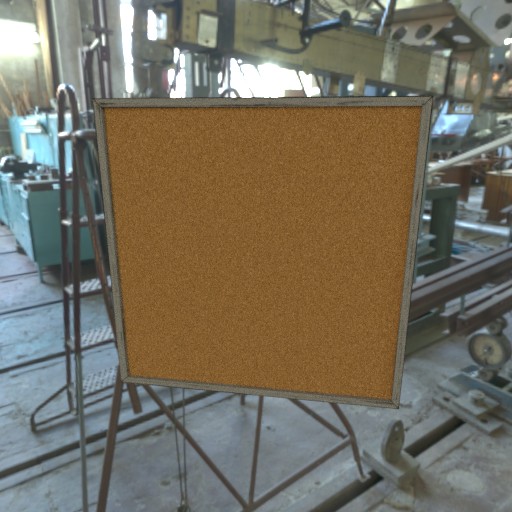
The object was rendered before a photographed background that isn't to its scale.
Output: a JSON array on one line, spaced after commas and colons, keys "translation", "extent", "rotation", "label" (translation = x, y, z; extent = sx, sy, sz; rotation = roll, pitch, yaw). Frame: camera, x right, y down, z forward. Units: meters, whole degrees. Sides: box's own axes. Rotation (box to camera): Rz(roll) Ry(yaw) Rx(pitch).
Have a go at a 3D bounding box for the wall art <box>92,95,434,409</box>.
[{"translation": [0.000, 0.000, 0.451], "extent": [0.303, 0.303, 0.036], "rotation": [3, 17, 9], "label": "wall art"}]
